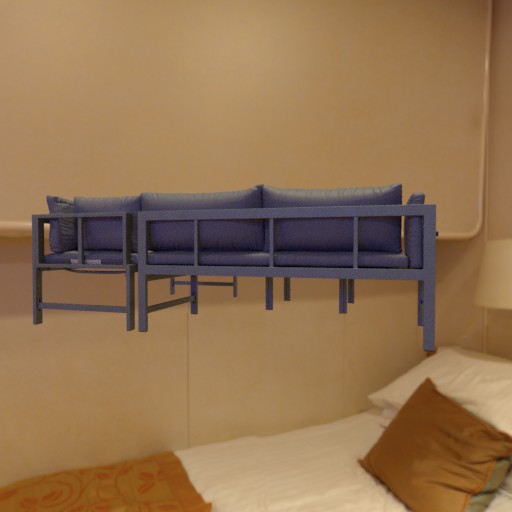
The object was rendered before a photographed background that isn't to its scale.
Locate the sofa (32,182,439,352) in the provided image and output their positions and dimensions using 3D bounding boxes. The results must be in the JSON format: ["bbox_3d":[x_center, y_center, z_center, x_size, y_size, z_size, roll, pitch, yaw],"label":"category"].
[{"bbox_3d":[0.000,0.000,2.990,2.149,0.762,1.658,0,2,18],"label":"sofa"}]
